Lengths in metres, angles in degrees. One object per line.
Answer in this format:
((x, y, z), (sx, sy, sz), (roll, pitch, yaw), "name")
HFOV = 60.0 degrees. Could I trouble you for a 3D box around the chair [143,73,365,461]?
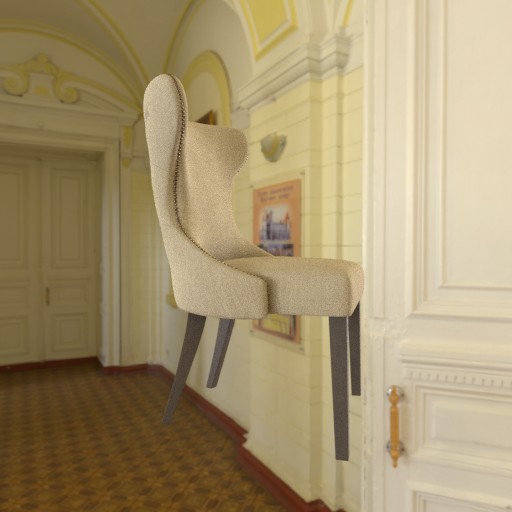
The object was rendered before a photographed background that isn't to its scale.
((0.000, 0.000, 1.379), (0.635, 0.967, 0.628), (0, 1, 17), "chair")
